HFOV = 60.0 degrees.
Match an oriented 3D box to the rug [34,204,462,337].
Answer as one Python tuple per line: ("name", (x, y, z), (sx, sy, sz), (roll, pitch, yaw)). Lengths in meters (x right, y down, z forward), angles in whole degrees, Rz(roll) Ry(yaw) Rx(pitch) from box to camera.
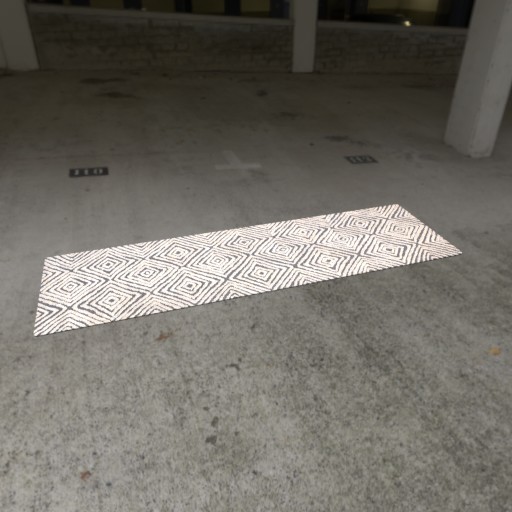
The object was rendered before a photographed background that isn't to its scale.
("rug", (0.000, 0.000, 2.518), (2.277, 0.008, 0.676), (-10, 34, -15))
